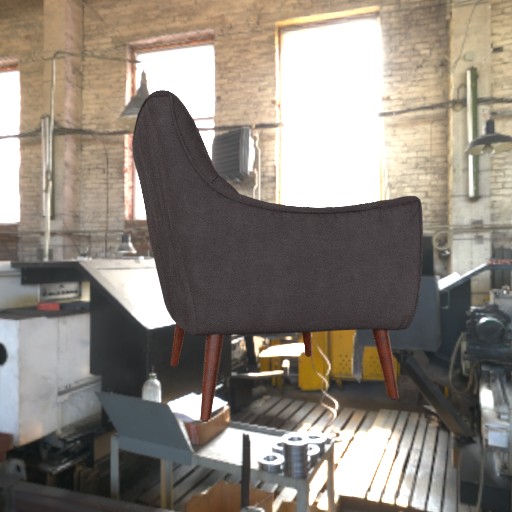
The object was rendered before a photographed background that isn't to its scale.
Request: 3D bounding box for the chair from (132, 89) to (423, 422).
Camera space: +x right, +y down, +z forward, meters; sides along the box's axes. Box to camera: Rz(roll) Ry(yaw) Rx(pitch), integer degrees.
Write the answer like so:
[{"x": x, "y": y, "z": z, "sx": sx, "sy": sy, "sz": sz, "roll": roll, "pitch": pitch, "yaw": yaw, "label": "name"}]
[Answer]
[{"x": 0.000, "y": 0.000, "z": 1.478, "sx": 0.787, "sy": 0.838, "sz": 0.762, "roll": 0, "pitch": 0, "yaw": -18, "label": "chair"}]
